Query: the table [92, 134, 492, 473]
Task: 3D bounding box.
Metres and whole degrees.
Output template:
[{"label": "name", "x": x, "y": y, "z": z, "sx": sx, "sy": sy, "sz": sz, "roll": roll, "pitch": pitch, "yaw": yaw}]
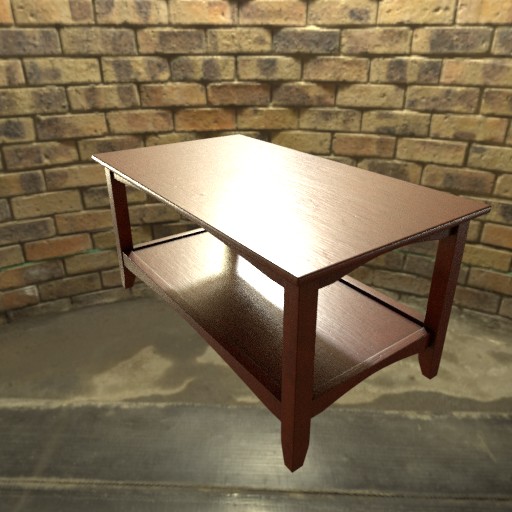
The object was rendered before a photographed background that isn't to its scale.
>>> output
[{"label": "table", "x": 0.000, "y": 0.000, "z": 1.225, "sx": 0.533, "sy": 0.456, "sz": 0.943, "roll": -18, "pitch": 31, "yaw": -32}]
